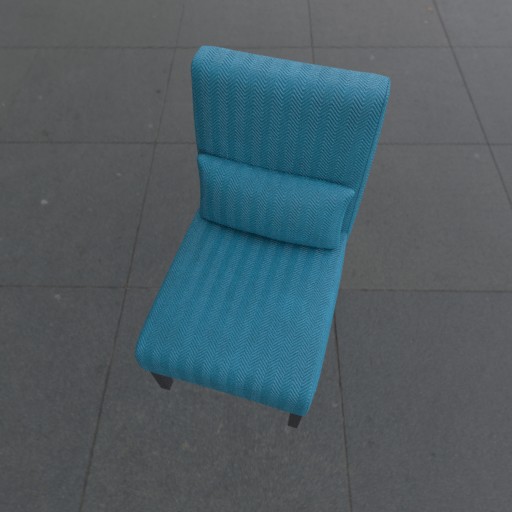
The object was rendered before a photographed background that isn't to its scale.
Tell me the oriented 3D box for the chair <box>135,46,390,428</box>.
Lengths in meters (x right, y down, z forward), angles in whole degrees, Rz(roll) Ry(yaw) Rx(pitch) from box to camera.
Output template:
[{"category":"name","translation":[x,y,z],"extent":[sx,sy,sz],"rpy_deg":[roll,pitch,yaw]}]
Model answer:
[{"category":"chair","translation":[0.000,0.000,1.440],"extent":[0.579,0.927,0.808],"rpy_deg":[14,58,9]}]
